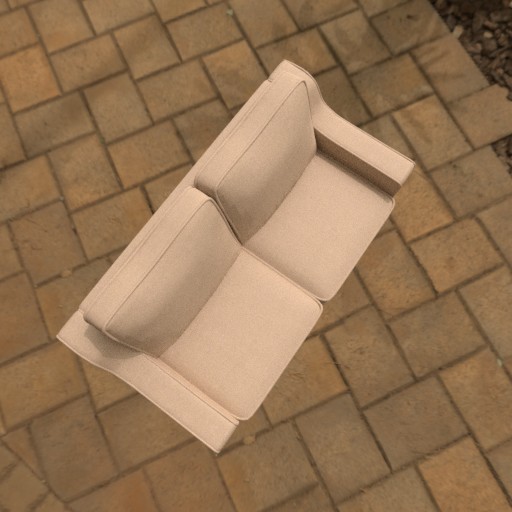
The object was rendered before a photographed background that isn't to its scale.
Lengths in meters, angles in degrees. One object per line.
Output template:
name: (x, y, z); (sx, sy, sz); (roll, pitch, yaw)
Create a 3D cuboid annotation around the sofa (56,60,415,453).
sofa: (0.000, 0.000, 3.474); (1.351, 1.562, 2.587); (35, 78, 9)
